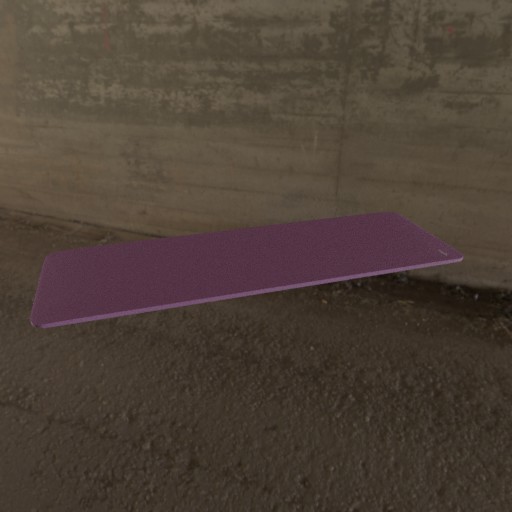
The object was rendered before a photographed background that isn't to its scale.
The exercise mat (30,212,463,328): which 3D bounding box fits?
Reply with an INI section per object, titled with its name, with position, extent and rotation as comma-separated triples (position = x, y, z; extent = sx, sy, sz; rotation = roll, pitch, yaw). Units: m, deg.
[exercise mat]
position = 0.000, 0.000, 2.057
extent = 1.869, 0.021, 0.616
rotation = -8, 28, -15
